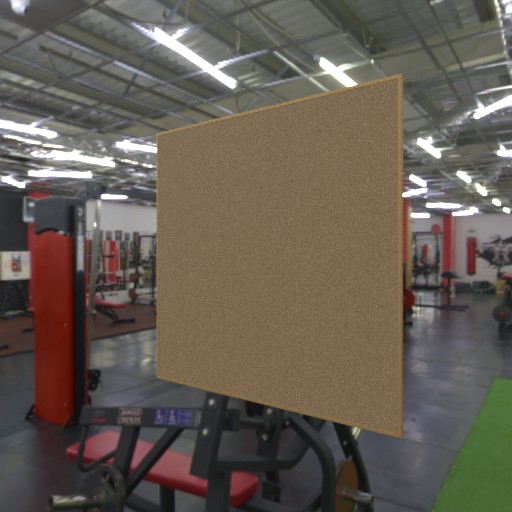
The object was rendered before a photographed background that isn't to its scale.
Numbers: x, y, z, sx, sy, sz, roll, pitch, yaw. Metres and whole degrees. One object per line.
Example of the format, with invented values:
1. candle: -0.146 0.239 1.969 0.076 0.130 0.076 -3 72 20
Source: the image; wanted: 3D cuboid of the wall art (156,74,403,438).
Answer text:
1. wall art: 0.000 0.000 1.457 0.962 0.959 0.013 0 0 37
